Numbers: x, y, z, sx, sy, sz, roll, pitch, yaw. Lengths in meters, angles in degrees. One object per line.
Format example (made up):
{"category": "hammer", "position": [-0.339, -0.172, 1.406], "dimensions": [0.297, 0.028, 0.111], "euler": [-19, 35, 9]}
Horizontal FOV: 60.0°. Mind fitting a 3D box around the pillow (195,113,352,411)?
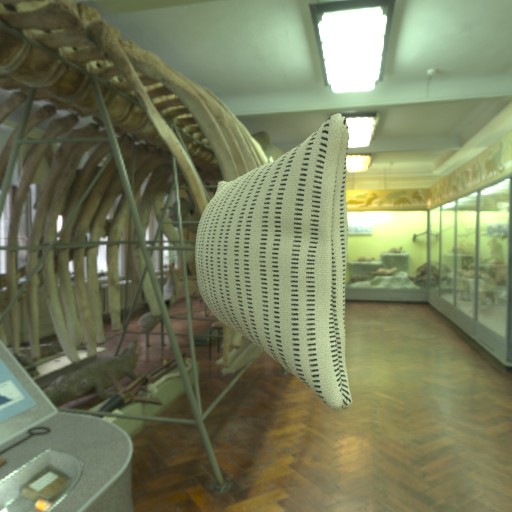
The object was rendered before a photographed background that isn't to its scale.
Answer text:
{"category": "pillow", "position": [0.000, 0.000, 0.817], "dimensions": [0.210, 0.353, 0.640], "euler": [-1, 2, -17]}
